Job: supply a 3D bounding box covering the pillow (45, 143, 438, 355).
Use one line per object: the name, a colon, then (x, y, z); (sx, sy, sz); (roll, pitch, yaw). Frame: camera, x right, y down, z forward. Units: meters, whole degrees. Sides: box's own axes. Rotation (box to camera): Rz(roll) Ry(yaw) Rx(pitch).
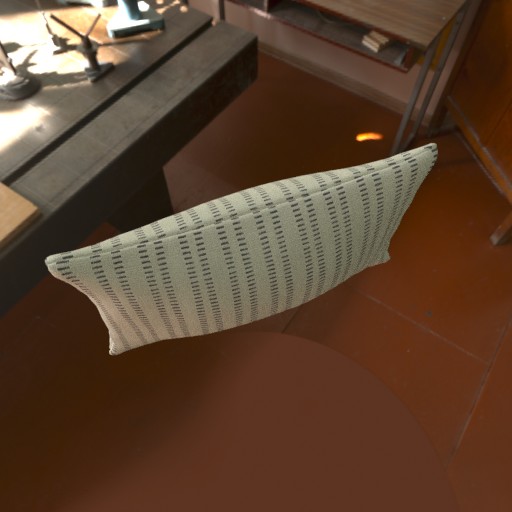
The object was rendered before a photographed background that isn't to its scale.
pillow: (0.000, 0.000, 0.817); (0.640, 0.353, 0.210); (-18, 60, -11)
